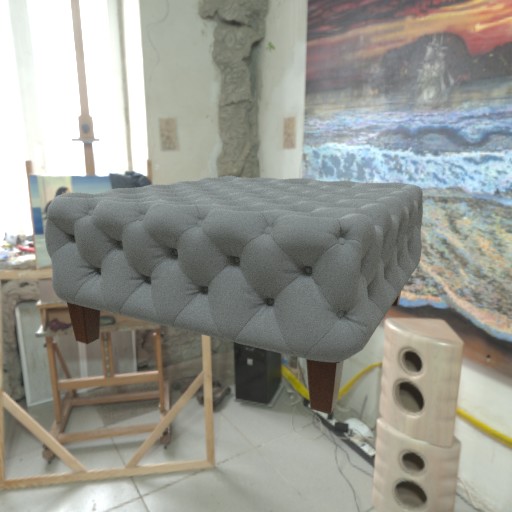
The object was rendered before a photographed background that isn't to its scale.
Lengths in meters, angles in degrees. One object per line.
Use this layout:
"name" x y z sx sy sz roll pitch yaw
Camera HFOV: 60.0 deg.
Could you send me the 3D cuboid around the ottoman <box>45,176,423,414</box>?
"ottoman" 0.000 0.000 1.422 0.911 0.439 0.917 7 16 27
